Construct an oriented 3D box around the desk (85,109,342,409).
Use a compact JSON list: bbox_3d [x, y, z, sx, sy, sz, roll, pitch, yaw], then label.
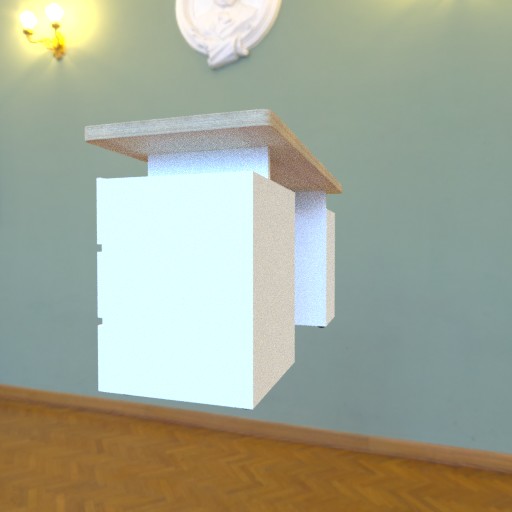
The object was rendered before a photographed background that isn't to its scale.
[{"bbox_3d":[0.000,0.000,1.878,0.550,0.755,1.500,0,1,18],"label":"desk"}]
